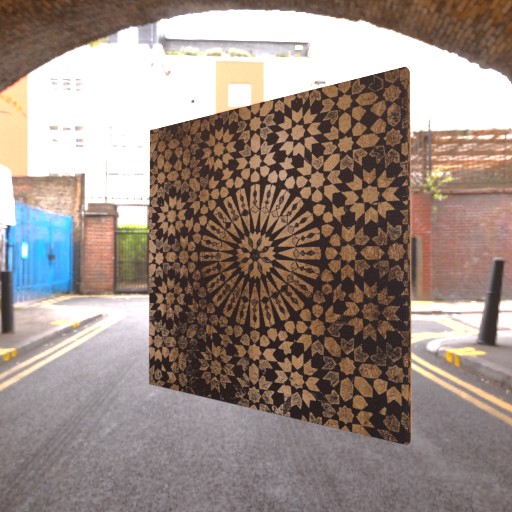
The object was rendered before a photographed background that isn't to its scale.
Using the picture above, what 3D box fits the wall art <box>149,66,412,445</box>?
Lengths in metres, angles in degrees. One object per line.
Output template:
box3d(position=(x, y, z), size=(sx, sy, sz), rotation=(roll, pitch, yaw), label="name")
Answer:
box3d(position=(0.000, 0.000, 1.342), size=(0.914, 0.914, 0.038), rotation=(0, -1, 35), label="wall art")
